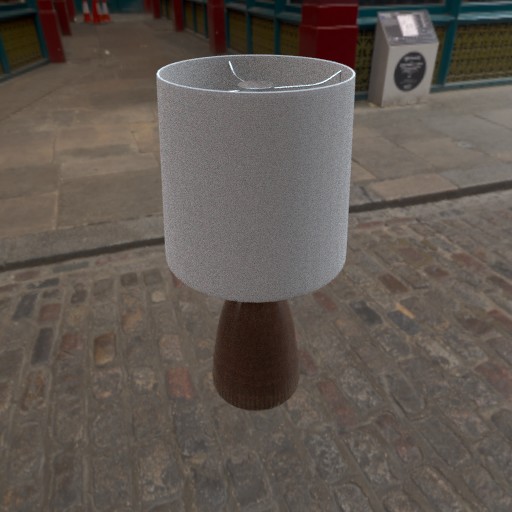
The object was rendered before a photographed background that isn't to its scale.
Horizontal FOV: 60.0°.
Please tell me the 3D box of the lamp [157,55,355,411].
[{"bbox_3d":[0.000,0.000,0.471,0.186,0.369,0.186,0,33,0],"label":"lamp"}]
